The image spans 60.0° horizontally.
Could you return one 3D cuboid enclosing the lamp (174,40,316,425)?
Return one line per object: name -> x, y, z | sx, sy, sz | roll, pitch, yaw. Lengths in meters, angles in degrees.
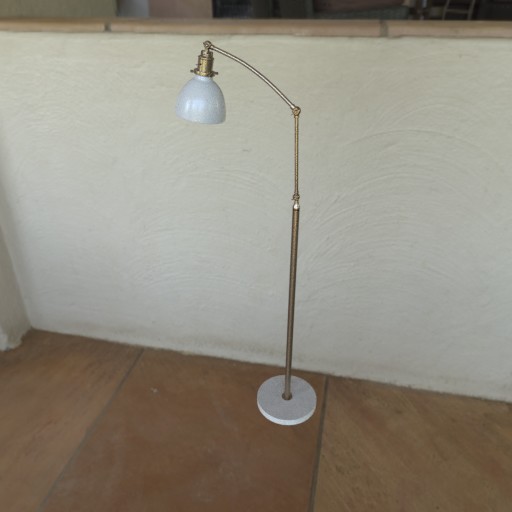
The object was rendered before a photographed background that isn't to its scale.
lamp -> 0.000, 0.000, 1.817 | 0.599, 1.586, 0.288 | 8, 31, 14
